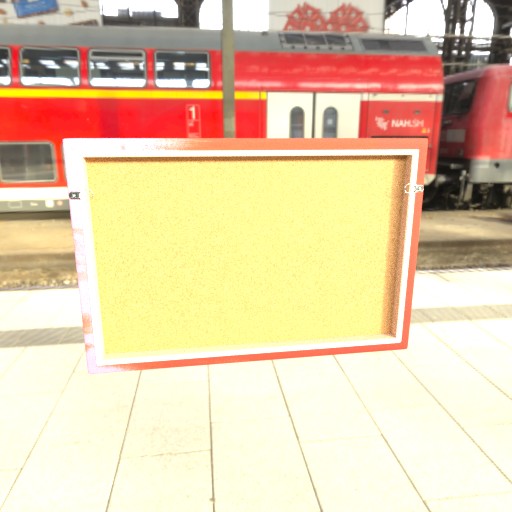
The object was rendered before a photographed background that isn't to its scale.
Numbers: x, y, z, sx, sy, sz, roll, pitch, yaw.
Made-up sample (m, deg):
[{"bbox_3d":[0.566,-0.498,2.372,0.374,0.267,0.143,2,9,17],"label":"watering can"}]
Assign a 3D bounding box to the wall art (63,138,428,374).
[{"bbox_3d":[0.000,0.000,1.187,0.913,0.609,0.040,-2,15,-9],"label":"wall art"}]
